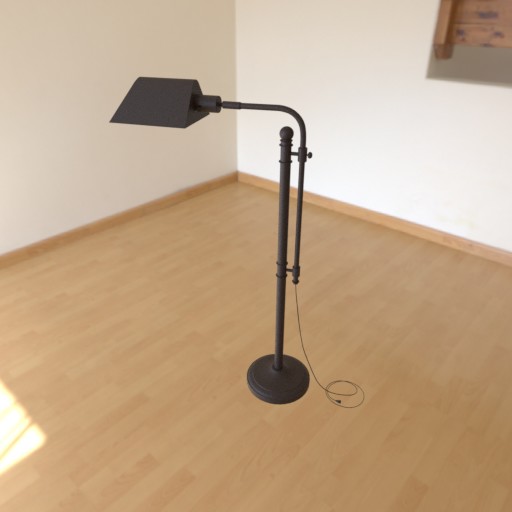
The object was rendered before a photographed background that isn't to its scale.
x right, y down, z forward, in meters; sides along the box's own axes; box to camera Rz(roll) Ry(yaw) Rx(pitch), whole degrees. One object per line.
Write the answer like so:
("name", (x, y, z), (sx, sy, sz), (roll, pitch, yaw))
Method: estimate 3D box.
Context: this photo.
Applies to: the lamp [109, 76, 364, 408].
("lamp", (0.000, 0.000, 0.960), (0.545, 0.708, 0.159), (9, 31, 15))
